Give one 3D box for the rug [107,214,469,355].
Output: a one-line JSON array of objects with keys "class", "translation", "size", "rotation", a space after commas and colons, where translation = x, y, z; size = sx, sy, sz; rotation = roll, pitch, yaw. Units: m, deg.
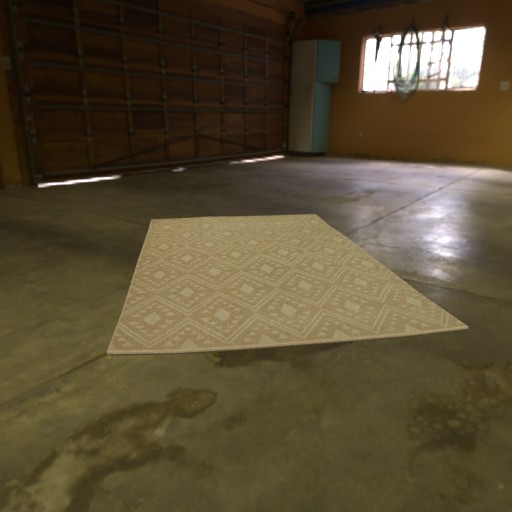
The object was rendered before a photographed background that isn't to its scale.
[{"class": "rug", "translation": [0.000, 0.000, 2.990], "size": [1.553, 0.053, 2.430], "rotation": [-3, 18, -8]}]
